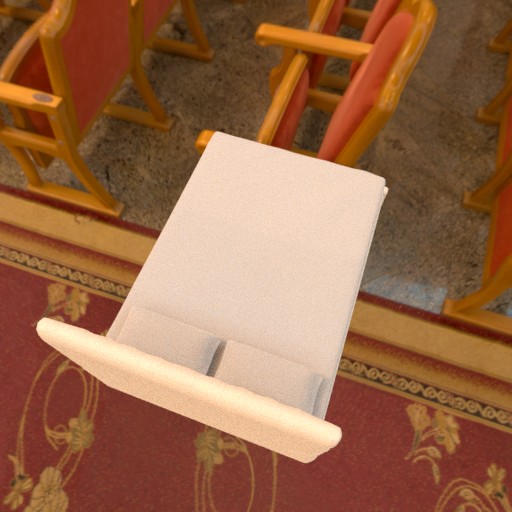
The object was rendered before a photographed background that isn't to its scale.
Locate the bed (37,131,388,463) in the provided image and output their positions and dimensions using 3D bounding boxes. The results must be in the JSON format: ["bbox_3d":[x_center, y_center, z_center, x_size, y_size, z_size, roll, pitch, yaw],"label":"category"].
[{"bbox_3d":[0.000,0.000,3.360,1.698,1.427,2.387,18,64,9],"label":"bed"}]
